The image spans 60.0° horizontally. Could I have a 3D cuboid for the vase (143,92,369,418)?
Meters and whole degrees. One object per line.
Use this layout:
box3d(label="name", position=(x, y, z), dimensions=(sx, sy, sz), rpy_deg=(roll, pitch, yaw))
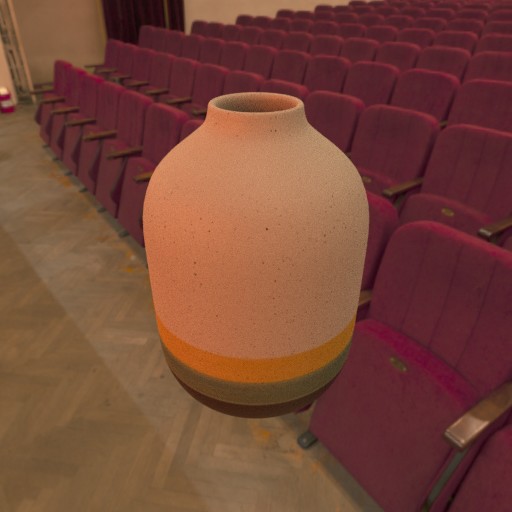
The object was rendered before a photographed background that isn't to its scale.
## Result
box3d(label="vase", position=(0.000, 0.000, 0.357), dimensions=(0.169, 0.240, 0.169), rpy_deg=(0, 31, 0))
